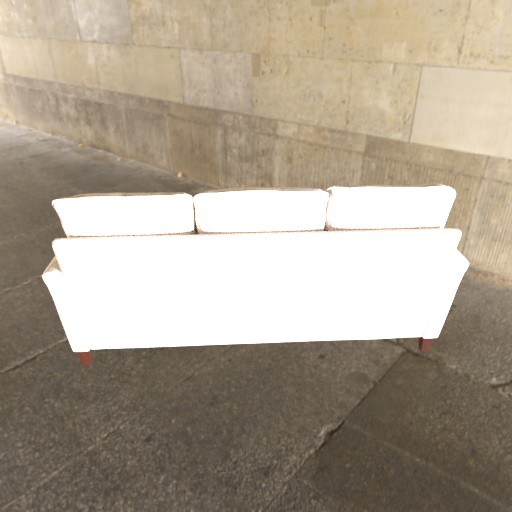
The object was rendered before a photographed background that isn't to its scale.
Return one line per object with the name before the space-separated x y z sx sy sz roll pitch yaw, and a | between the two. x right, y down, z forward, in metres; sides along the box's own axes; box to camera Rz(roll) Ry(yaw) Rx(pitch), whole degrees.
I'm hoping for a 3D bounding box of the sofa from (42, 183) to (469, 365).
sofa | 0.000 0.000 2.374 1.925 0.961 0.828 -2 29 -3
